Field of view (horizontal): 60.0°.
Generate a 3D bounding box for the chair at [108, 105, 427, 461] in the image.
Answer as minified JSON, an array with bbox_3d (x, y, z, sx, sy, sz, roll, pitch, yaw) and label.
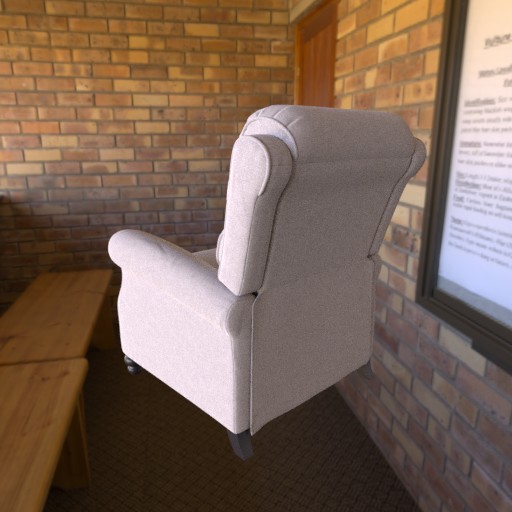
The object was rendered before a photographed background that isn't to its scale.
[{"bbox_3d":[0.000,0.000,1.703,0.859,1.046,0.919,-14,20,-42],"label":"chair"}]
